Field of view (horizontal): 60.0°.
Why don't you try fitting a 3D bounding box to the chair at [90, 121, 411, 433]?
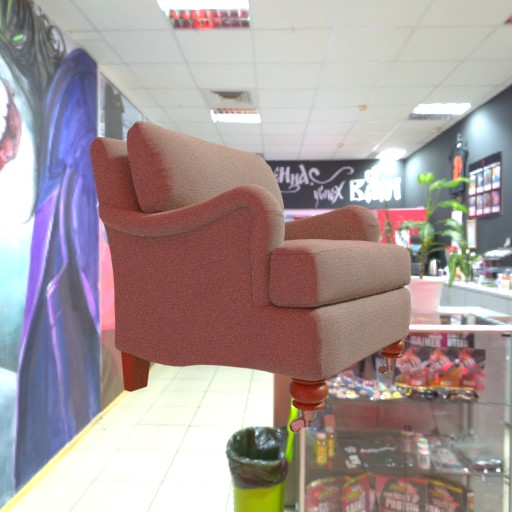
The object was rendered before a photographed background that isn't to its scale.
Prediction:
[{"bbox_3d":[0.000,0.000,1.857,1.070,1.038,0.955,1,1,35],"label":"chair"}]
